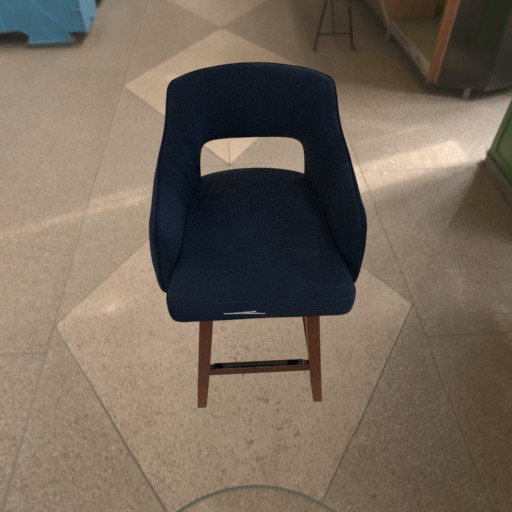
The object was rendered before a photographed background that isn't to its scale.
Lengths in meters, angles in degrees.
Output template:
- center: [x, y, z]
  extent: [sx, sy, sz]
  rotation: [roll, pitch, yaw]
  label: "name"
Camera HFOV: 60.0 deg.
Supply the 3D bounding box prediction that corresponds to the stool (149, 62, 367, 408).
- center: [0.000, 0.000, 1.339]
  extent: [0.550, 0.940, 0.560]
  rotation: [-2, 47, -2]
  label: "stool"
